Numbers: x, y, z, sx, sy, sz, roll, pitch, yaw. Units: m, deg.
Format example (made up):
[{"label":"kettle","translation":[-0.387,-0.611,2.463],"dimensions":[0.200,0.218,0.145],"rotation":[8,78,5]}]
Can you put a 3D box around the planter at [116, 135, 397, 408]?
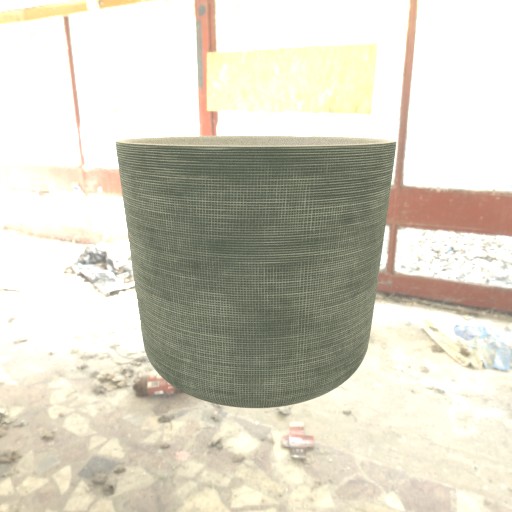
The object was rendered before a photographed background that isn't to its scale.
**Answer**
[{"label":"planter","translation":[0.000,0.000,0.781],"dimensions":[0.440,0.398,0.440],"rotation":[0,17,0]}]
